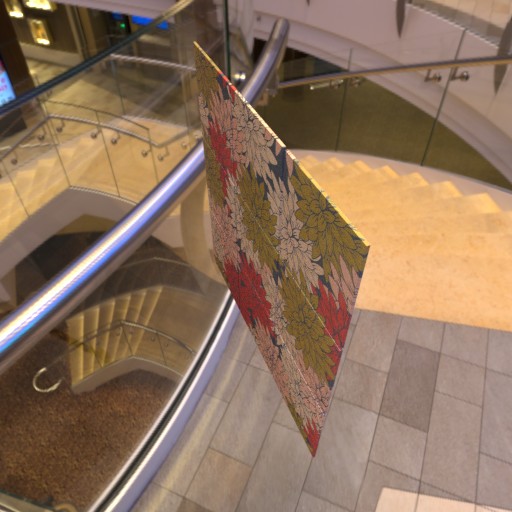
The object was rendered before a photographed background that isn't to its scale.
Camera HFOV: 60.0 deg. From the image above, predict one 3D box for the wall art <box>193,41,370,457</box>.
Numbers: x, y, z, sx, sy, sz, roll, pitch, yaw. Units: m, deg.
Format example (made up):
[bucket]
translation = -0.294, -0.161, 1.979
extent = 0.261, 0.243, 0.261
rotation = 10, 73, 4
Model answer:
[wall art]
translation = 0.000, 0.000, 2.210
extent = 0.013, 1.534, 1.519
rotation = -17, 49, -16
